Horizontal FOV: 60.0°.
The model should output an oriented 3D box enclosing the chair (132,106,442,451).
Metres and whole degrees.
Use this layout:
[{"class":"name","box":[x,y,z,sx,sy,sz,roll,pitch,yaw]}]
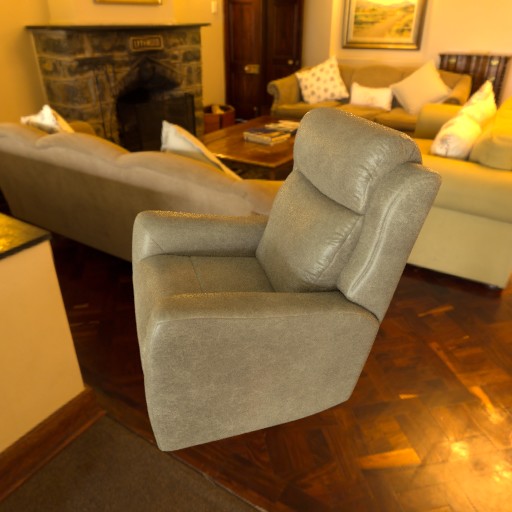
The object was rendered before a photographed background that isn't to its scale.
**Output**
[{"class":"chair","box":[0.000,0.000,1.911,1.068,1.116,0.967,-8,29,-15]}]
